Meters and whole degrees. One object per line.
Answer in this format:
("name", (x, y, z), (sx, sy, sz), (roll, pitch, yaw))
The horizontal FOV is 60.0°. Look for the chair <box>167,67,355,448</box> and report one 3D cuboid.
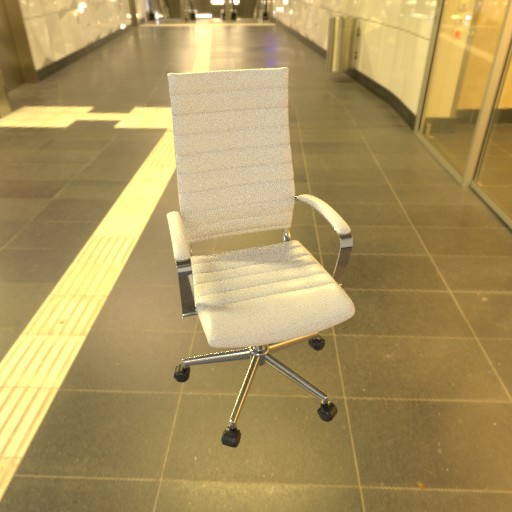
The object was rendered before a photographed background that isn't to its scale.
("chair", (0.000, 0.000, 1.581), (0.679, 1.149, 0.679), (-9, 33, -15))
